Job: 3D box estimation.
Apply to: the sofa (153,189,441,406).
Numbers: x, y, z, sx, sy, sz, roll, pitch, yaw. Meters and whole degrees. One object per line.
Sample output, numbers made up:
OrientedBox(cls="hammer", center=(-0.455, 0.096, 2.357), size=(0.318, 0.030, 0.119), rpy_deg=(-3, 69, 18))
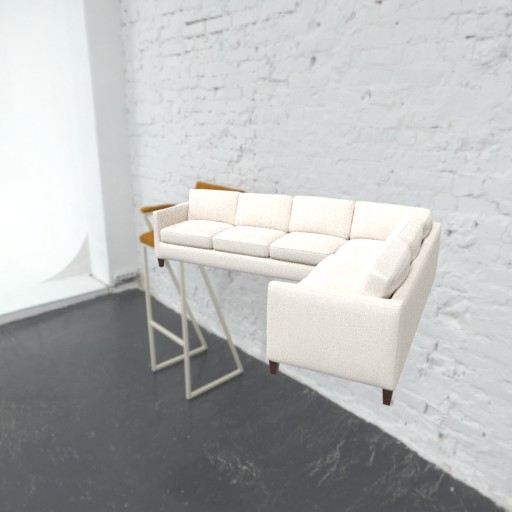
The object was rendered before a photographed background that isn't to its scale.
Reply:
OrientedBox(cls="sofa", center=(0.000, 0.000, 4.540), size=(3.302, 0.947, 2.593), rpy_deg=(9, 19, 26))
